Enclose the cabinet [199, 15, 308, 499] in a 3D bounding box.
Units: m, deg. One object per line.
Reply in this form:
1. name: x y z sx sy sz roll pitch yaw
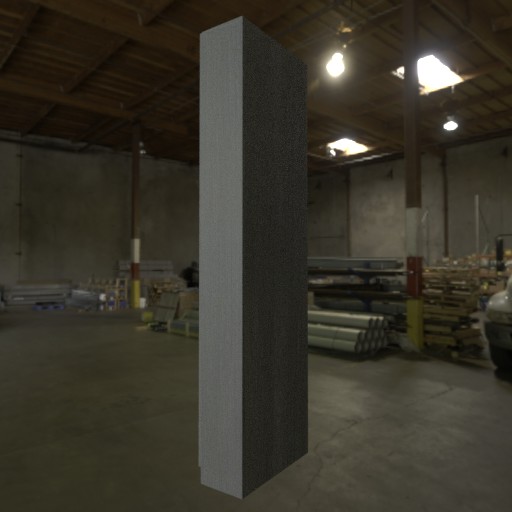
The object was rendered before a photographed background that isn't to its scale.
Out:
1. cabinet: 0.000 0.000 1.910 0.230 1.790 0.500 -1 -2 35
